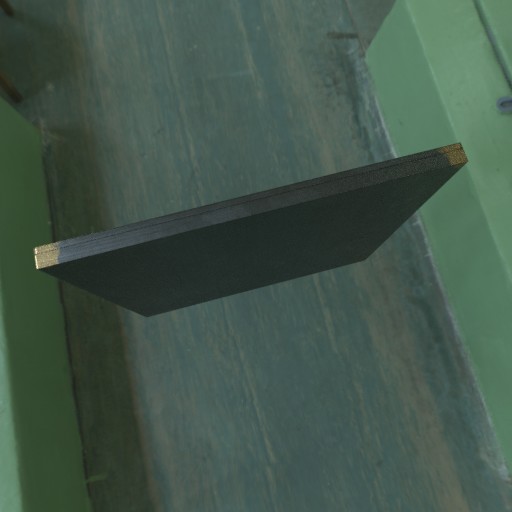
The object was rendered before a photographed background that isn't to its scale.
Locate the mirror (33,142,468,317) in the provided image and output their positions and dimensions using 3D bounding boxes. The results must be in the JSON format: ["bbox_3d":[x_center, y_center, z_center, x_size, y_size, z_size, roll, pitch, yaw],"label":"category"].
[{"bbox_3d":[0.000,0.000,0.565,0.382,0.381,0.020,-14,77,-3],"label":"mirror"}]
